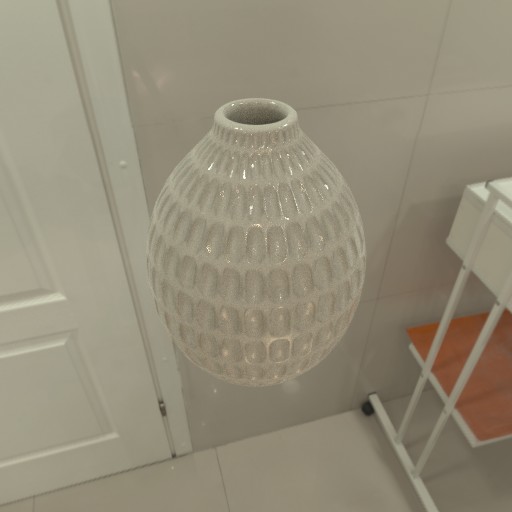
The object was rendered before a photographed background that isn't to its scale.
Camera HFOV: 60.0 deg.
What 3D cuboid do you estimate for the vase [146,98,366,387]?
[{"bbox_3d":[0.000,0.000,0.334,0.162,0.223,0.162,0,39,0],"label":"vase"}]
